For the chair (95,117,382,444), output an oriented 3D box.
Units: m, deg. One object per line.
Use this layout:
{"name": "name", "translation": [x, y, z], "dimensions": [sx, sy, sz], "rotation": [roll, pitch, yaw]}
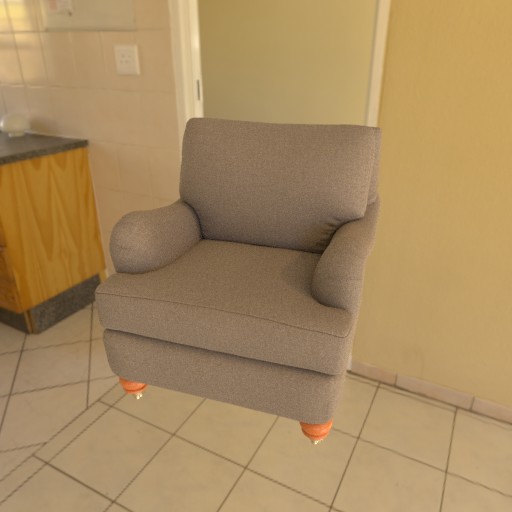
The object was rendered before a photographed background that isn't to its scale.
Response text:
{"name": "chair", "translation": [0.000, 0.000, 1.887], "dimensions": [0.955, 1.038, 1.070], "rotation": [8, 26, 16]}
